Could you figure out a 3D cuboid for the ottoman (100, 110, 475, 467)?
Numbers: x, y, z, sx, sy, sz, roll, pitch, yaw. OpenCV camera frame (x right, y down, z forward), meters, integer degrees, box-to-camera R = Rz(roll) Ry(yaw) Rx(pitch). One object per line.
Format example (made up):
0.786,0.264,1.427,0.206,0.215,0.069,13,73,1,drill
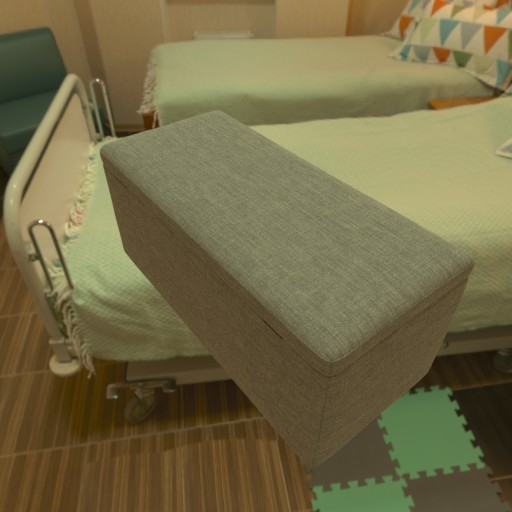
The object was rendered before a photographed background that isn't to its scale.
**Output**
0.000,0.000,1.140,0.419,0.432,0.902,-27,48,-28,ottoman
